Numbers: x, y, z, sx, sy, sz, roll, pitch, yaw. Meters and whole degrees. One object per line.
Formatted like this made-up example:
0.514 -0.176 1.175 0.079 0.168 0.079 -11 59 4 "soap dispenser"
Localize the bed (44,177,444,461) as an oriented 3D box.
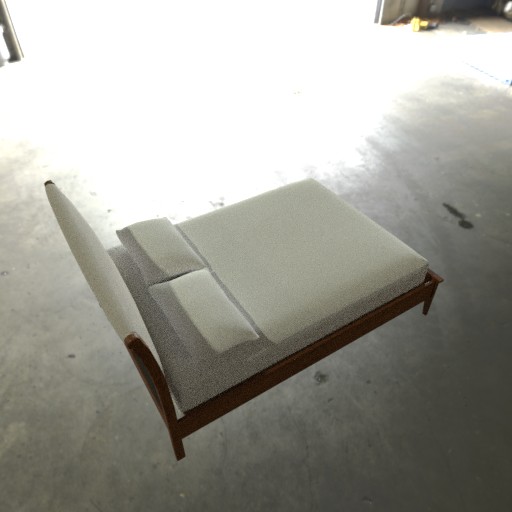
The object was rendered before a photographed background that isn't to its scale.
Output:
0.000 0.000 3.285 2.380 1.250 1.612 -23 46 -24 "bed"
